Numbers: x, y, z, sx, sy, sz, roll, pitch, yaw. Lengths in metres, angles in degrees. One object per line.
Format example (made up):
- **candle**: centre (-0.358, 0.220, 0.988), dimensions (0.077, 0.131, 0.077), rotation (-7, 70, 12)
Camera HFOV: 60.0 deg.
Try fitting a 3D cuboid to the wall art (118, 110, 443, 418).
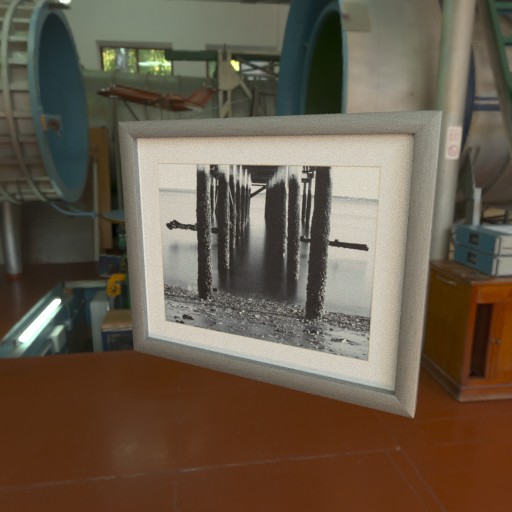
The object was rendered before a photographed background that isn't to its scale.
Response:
- **wall art**: centre (0.000, 0.000, 0.764), dimensions (0.556, 0.457, 0.028), rotation (6, 15, 25)
